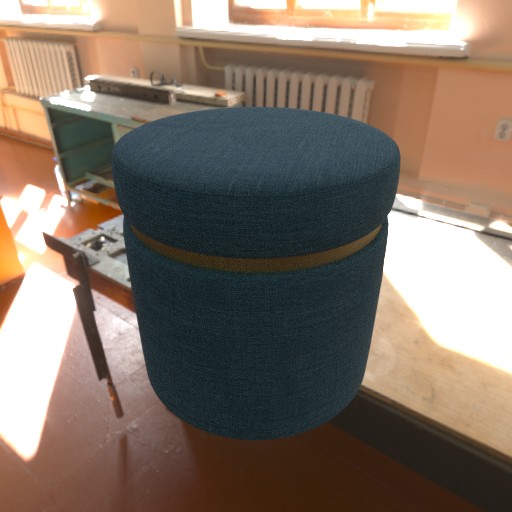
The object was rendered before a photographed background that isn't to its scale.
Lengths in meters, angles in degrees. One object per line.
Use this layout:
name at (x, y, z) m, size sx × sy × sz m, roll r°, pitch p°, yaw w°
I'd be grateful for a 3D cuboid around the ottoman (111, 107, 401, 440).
ottoman at (0.000, 0.000, 0.716) m, size 0.398 × 0.406 × 0.398 m, roll 0°, pitch 31°, yaw 0°
